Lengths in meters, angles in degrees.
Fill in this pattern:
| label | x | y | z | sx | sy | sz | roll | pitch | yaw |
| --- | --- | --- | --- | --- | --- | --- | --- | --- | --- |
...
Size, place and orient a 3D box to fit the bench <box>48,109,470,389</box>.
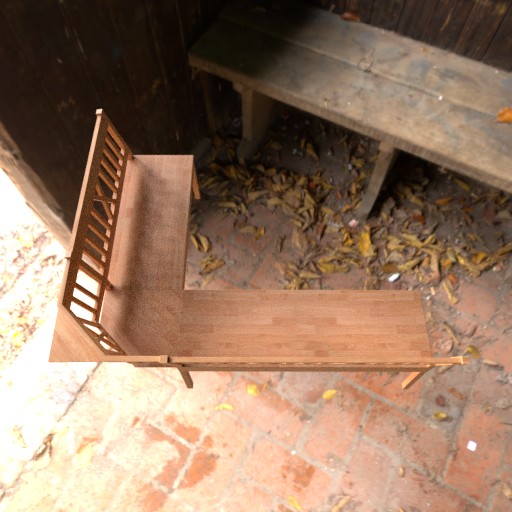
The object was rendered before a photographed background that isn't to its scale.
| label | x | y | z | sx | sy | sz | roll | pitch | yaw |
| --- | --- | --- | --- | --- | --- | --- | --- | --- | --- |
| bench | 0.000 | 0.000 | 2.743 | 1.937 | 0.902 | 1.537 | 0 | 63 | 0 |
